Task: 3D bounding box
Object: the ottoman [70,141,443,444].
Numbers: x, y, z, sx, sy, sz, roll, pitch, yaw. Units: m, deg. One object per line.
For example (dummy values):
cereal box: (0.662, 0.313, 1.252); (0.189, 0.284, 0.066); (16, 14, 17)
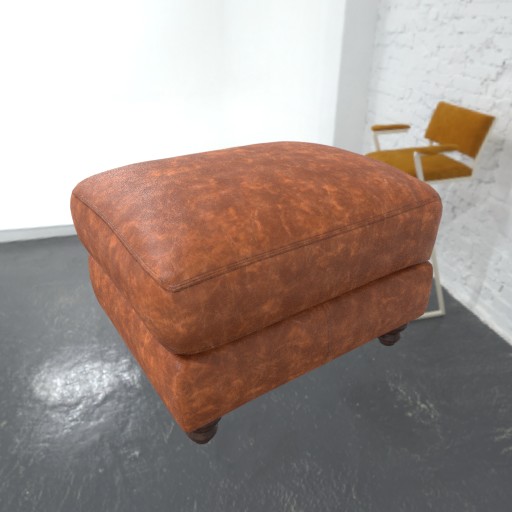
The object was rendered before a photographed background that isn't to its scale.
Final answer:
ottoman: (0.000, 0.000, 1.244); (0.832, 0.562, 0.657); (-17, 32, -30)
